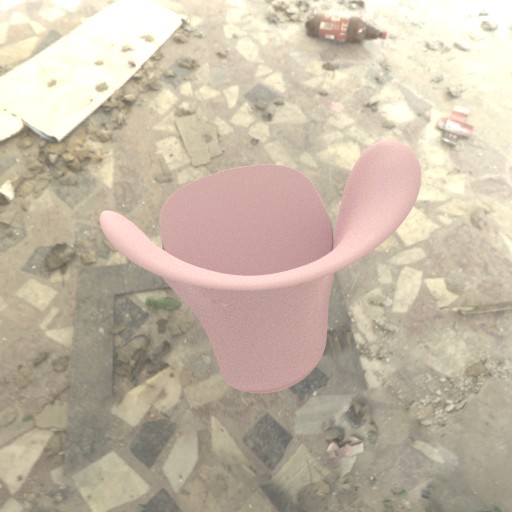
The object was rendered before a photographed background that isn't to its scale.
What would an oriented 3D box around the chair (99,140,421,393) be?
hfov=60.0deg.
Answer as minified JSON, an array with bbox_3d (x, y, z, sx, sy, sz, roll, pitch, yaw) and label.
[{"bbox_3d":[0.000,0.000,0.840,0.451,0.554,0.402,-16,61,-9],"label":"chair"}]
